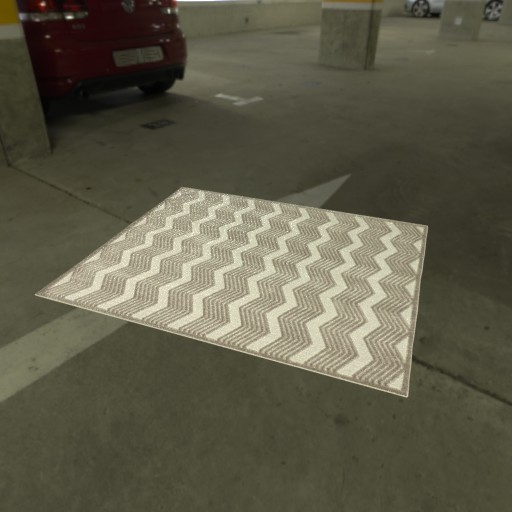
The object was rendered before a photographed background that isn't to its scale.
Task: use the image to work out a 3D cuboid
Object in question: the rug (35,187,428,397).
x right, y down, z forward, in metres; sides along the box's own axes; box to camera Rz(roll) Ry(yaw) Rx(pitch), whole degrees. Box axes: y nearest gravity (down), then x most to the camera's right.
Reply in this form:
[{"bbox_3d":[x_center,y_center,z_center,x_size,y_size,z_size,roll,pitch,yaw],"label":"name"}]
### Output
[{"bbox_3d":[0.000,0.000,4.059,2.880,0.005,2.391,11,33,18],"label":"rug"}]
